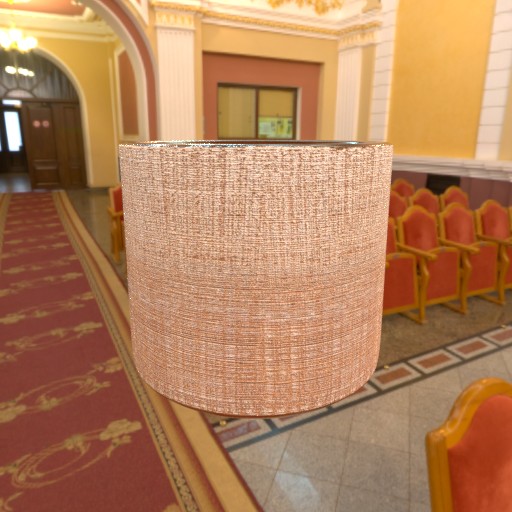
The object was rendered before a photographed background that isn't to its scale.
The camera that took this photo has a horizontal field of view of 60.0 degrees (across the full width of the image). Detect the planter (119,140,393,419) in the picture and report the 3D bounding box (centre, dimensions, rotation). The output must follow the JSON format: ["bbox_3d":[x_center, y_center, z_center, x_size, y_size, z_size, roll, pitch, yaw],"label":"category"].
[{"bbox_3d":[0.000,0.000,0.314,0.177,0.157,0.177,0,15,0],"label":"planter"}]
